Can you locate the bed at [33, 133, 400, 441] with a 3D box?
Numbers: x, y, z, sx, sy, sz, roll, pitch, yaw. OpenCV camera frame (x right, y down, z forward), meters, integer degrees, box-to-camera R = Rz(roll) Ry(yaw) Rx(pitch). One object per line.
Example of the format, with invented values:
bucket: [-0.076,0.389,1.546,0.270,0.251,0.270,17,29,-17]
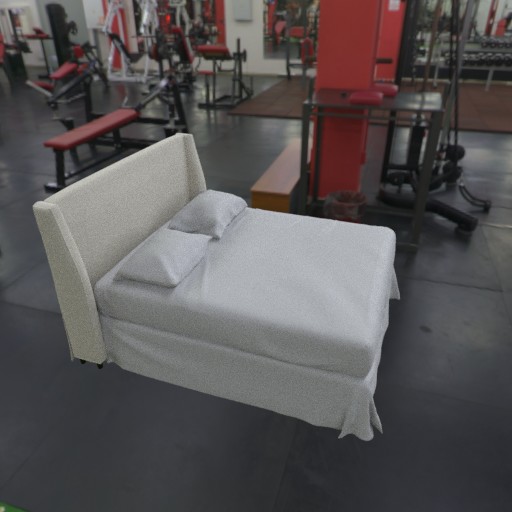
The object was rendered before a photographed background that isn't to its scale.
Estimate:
bed: [0.000,0.000,3.478,2.276,1.332,1.925,10,31,17]
